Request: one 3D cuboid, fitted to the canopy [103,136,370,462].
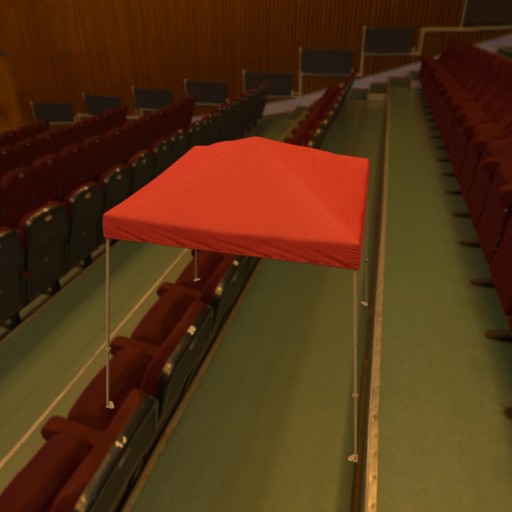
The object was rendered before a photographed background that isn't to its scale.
[{"bbox_3d":[0.000,0.000,6.697,3.599,3.600,3.600,7,31,12],"label":"canopy"}]
